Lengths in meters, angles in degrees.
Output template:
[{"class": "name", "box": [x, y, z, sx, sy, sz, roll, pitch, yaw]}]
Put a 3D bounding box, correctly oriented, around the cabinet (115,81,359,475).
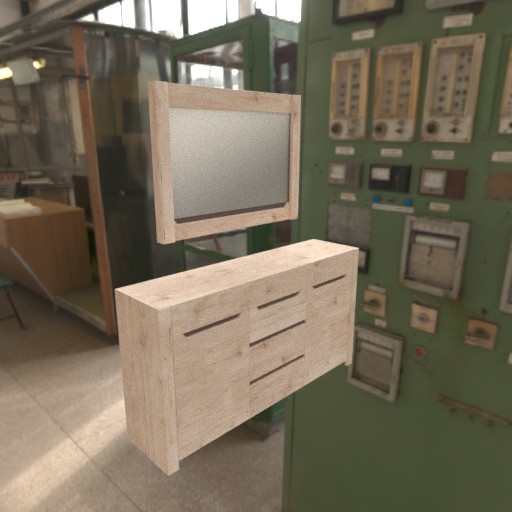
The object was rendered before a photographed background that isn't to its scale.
[{"class": "cabinet", "box": [0.000, 0.000, 2.772, 1.700, 1.981, 0.420, -14, 21, -43]}]
